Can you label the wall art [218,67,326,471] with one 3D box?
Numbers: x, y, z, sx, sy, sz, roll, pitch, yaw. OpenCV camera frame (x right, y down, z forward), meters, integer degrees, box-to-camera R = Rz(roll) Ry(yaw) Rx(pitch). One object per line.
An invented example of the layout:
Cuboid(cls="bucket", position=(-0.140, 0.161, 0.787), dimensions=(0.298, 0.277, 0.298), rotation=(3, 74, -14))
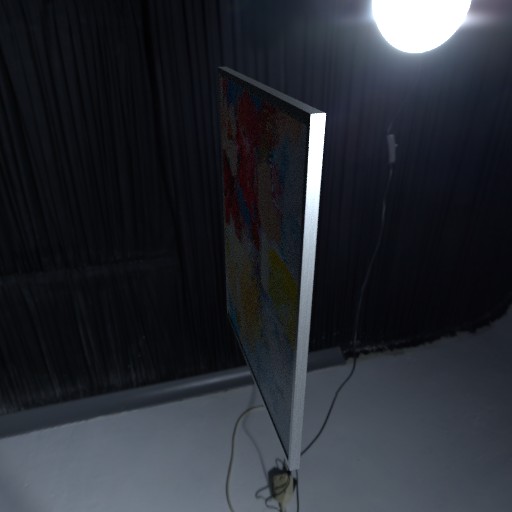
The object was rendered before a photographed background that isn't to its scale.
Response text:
Cuboid(cls="wall art", position=(0.000, 0.000, 1.429), dimensions=(0.030, 1.046, 0.816), rotation=(-8, 30, -15))
